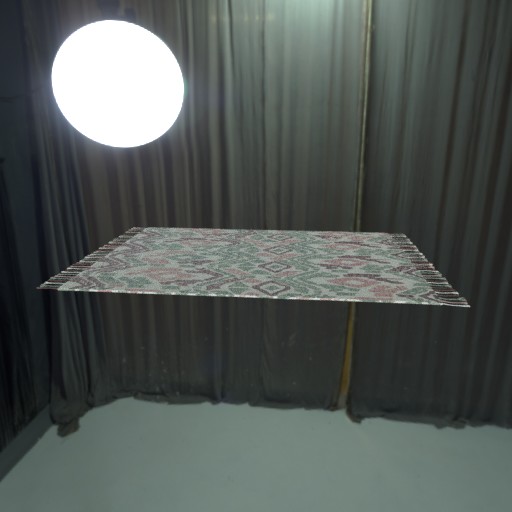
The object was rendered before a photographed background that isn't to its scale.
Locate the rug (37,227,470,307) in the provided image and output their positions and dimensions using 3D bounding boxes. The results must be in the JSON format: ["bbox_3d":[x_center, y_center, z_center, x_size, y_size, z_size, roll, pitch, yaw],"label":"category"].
[{"bbox_3d":[0.000,0.000,2.404,1.829,0.010,1.219,2,17,5],"label":"rug"}]
